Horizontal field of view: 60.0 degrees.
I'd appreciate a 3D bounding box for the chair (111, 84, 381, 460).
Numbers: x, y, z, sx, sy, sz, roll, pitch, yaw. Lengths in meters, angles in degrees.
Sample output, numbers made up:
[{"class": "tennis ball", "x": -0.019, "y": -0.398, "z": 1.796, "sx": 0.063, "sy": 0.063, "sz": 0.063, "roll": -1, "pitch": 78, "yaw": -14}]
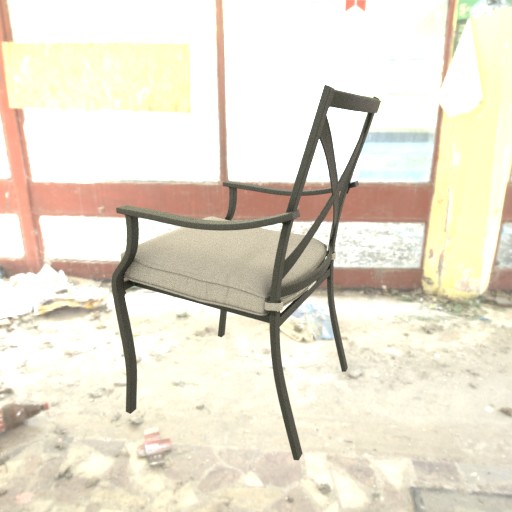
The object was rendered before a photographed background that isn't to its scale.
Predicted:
[{"class": "chair", "x": 0.000, "y": 0.000, "z": 1.297, "sx": 0.620, "sy": 0.889, "sz": 0.575, "roll": 8, "pitch": 19, "yaw": 24}]
